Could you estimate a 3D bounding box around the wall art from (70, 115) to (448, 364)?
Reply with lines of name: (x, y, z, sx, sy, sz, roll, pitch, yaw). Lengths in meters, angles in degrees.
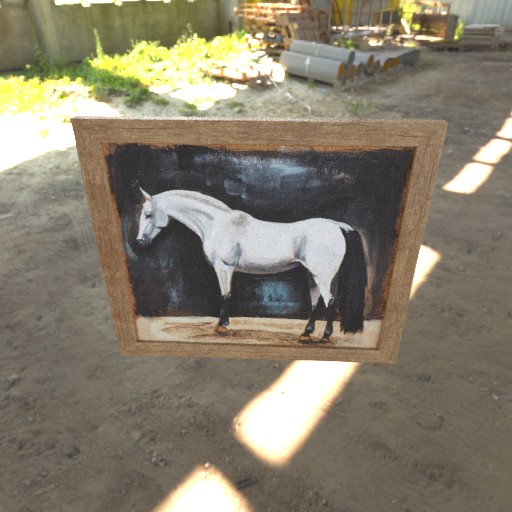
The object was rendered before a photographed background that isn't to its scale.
wall art: (0.000, 0.000, 0.969, 0.690, 0.588, 0.026, 1, 31, 2)
